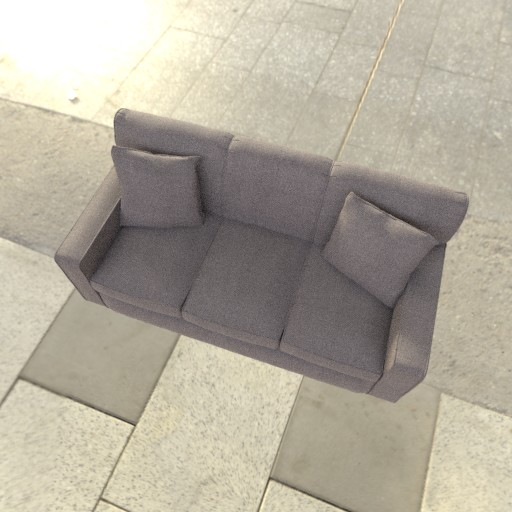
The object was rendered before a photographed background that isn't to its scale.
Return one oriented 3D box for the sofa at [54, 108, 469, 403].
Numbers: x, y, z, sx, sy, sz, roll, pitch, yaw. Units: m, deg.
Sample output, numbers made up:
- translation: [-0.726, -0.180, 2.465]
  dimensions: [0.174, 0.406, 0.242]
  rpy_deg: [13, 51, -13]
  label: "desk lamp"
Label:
- translation: [0.000, 0.000, 2.582]
  dimensions: [2.024, 0.958, 0.997]
  rpy_deg: [16, 61, 9]
  label: "sofa"
